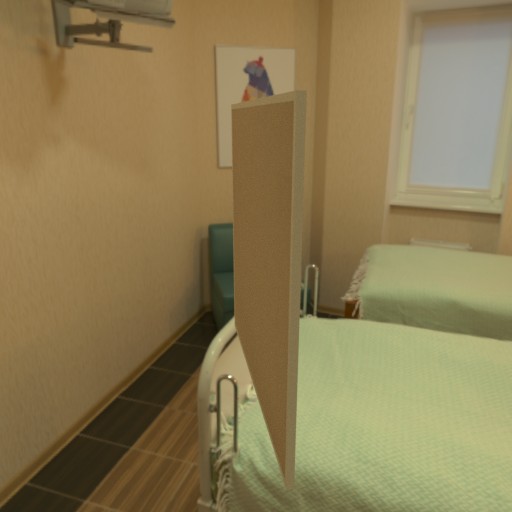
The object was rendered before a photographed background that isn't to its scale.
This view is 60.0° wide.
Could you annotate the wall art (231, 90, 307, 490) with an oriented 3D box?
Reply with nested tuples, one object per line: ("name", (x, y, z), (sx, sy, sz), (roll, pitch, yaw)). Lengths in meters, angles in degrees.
("wall art", (0.000, 0.000, 0.838), (0.012, 0.557, 0.557), (-3, 18, -10))
